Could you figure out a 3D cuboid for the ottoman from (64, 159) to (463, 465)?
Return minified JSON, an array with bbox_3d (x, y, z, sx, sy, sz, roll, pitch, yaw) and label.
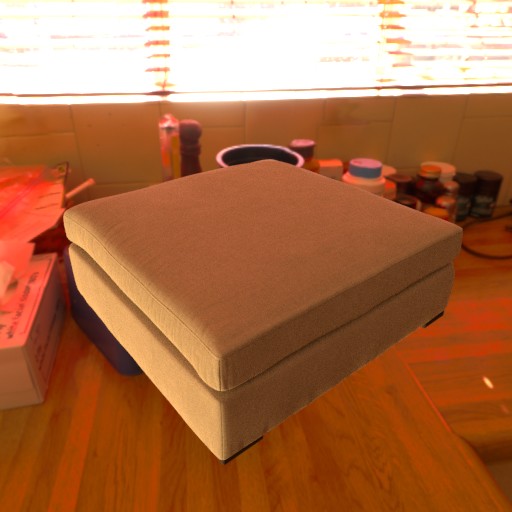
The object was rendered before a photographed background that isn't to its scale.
[{"bbox_3d":[0.000,0.000,1.833,1.203,0.517,1.171,-22,36,-33],"label":"ottoman"}]
